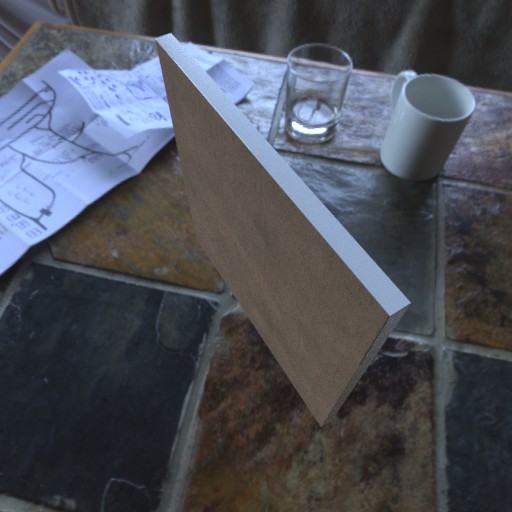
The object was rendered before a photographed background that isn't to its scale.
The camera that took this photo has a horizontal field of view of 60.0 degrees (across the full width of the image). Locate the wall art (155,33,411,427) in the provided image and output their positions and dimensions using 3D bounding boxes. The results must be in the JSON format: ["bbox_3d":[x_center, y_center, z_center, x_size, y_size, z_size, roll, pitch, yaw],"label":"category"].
[{"bbox_3d":[0.000,0.000,0.661,0.023,0.453,0.455,-28,62,-16],"label":"wall art"}]
